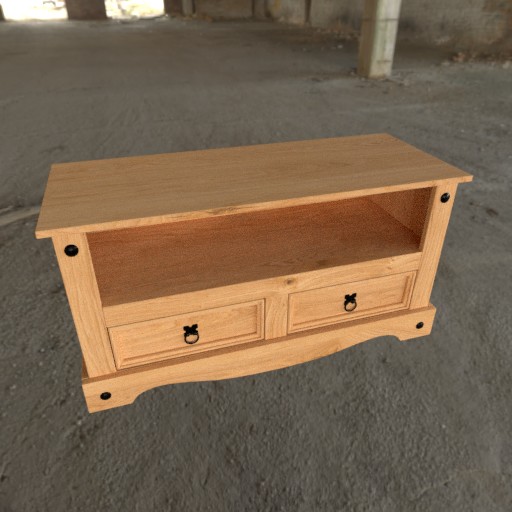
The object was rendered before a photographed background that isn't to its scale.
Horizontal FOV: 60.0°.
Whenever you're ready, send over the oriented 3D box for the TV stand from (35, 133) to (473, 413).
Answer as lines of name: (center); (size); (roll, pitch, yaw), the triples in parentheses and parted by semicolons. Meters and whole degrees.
TV stand: (0.000, 0.000, 1.358); (1.080, 0.550, 0.440); (-9, 32, -15)
